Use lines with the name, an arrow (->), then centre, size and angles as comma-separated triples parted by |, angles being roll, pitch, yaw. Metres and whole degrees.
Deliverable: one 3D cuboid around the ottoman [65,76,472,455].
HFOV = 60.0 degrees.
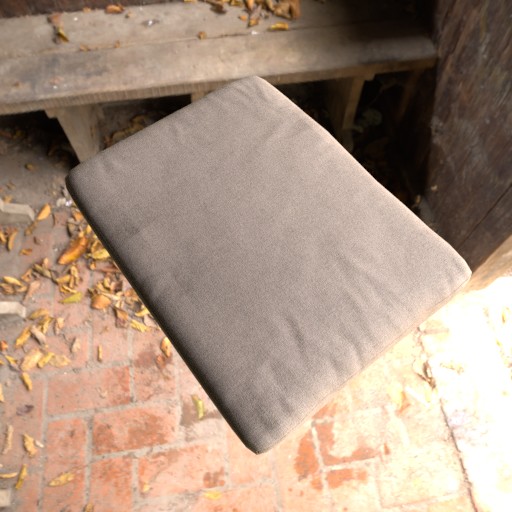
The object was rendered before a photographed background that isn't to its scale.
ottoman -> 0.000, 0.000, 1.315 | 0.692, 0.511, 0.902 | -34, 68, -16
